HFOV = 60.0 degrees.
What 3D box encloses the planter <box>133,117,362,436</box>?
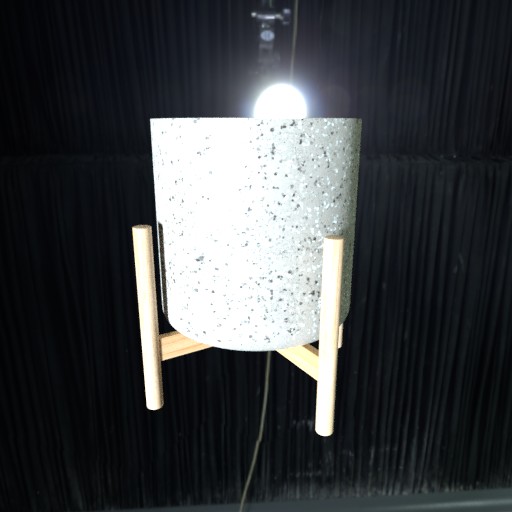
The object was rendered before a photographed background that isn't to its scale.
[{"bbox_3d":[0.000,0.000,0.710,0.360,0.419,0.360,-3,17,-9],"label":"planter"}]
